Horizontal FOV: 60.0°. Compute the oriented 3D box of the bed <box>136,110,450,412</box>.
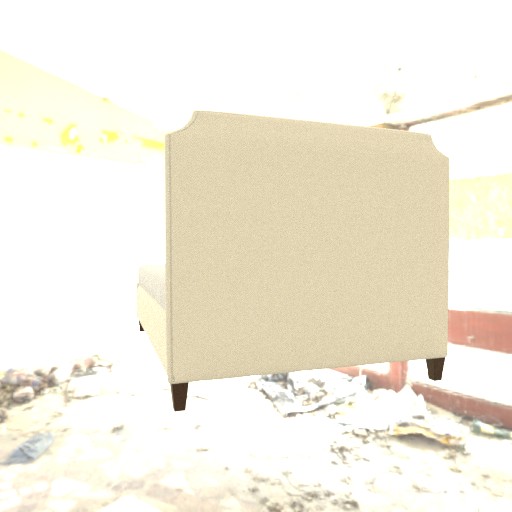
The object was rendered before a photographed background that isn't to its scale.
[{"bbox_3d":[0.000,0.000,3.504,1.712,1.497,2.372,0,1,-19],"label":"bed"}]
